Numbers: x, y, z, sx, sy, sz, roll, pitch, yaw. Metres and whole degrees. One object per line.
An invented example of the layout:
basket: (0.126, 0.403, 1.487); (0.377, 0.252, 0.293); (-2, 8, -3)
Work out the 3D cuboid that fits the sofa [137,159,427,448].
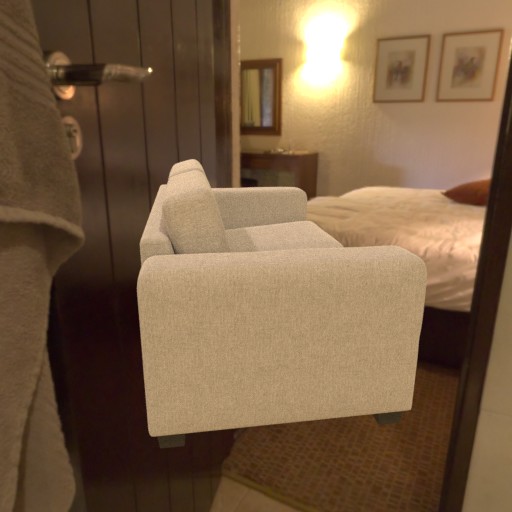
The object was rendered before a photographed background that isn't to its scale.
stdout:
sofa: (0.000, 0.000, 2.026); (0.900, 0.800, 1.540); (-3, 17, -9)
